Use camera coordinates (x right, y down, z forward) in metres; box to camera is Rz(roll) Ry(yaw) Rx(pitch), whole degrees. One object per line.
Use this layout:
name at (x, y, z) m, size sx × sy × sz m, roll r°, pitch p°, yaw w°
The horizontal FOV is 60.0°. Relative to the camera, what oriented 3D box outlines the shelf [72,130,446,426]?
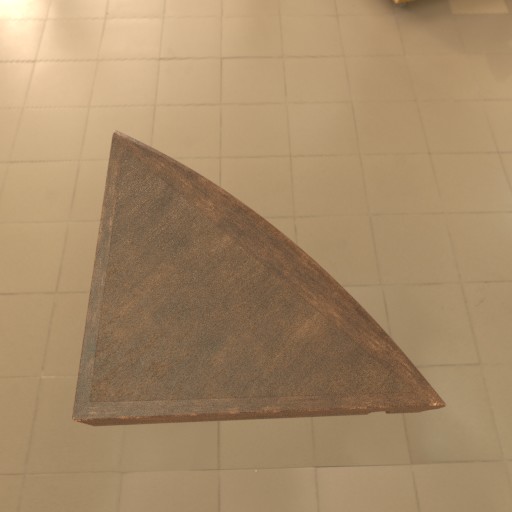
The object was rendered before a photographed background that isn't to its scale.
shelf at (0.000, 0.000, 0.450) m, size 0.310 × 0.050 × 0.310 m, roll -2°, pitch 64°, yaw -1°
